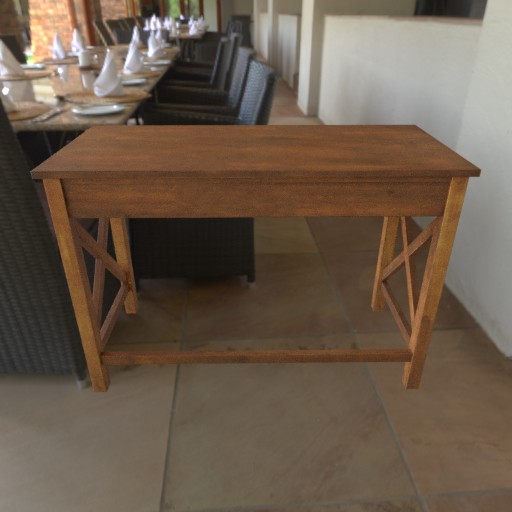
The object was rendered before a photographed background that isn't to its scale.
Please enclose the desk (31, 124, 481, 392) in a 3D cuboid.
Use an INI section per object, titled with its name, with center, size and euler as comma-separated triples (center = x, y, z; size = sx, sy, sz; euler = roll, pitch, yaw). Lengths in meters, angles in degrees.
[desk]
center = 0.000, 0.000, 1.503
size = 1.117, 0.762, 0.508
euler = 0, 29, -1
